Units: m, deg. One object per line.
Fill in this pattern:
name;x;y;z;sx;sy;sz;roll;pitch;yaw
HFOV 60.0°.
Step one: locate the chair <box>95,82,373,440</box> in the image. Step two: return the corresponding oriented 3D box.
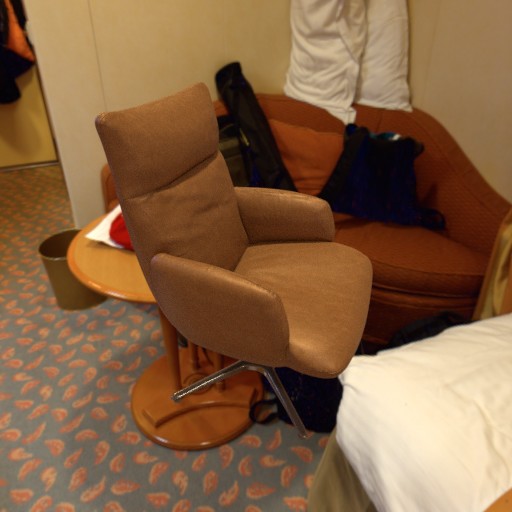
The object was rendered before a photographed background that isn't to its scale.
chair;0.000;0.000;1.533;0.794;1.027;0.711;10;31;17
